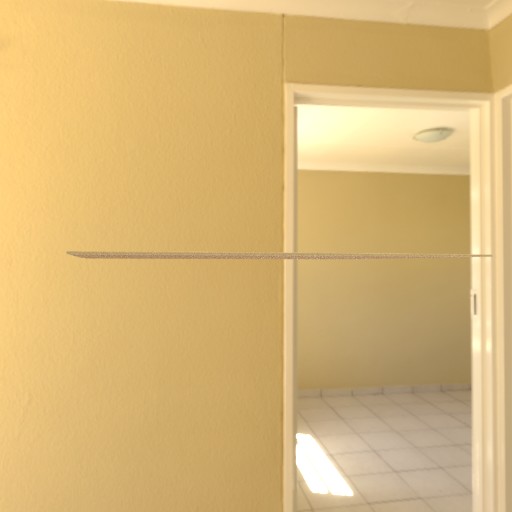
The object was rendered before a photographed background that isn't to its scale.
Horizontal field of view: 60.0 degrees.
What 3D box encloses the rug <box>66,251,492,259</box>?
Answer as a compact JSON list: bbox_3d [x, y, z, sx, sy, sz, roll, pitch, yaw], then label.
[{"bbox_3d":[0.000,0.000,3.892,2.921,0.032,2.311,0,-1,-19],"label":"rug"}]
